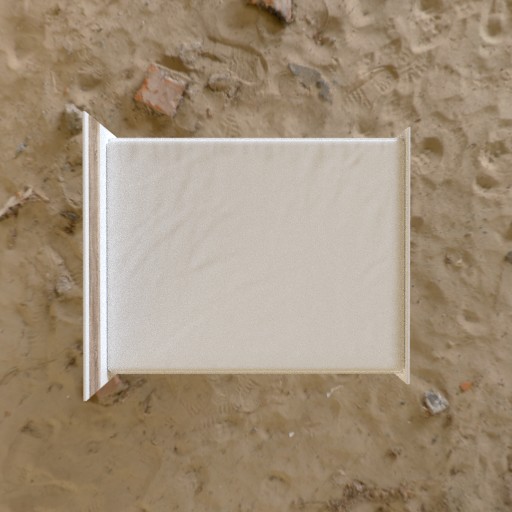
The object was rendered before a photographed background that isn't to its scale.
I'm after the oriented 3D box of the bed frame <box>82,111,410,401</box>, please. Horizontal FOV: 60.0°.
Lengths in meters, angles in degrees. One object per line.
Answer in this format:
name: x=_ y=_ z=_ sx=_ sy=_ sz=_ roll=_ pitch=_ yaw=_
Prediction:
bed frame: x=0.000 y=0.000 z=3.035 sx=2.060 sy=0.800 sz=1.720 roll=0 pitch=90 yaw=0
